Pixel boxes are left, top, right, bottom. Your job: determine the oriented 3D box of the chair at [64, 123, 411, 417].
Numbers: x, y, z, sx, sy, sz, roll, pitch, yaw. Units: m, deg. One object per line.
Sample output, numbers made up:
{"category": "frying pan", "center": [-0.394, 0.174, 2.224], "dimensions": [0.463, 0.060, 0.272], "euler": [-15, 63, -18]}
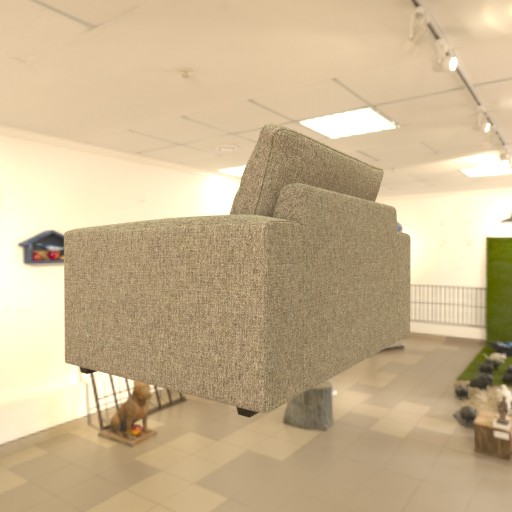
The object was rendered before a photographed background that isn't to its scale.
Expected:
{"category": "chair", "center": [0.000, 0.000, 2.080], "dimensions": [1.039, 0.915, 1.398], "euler": [1, 1, 35]}
